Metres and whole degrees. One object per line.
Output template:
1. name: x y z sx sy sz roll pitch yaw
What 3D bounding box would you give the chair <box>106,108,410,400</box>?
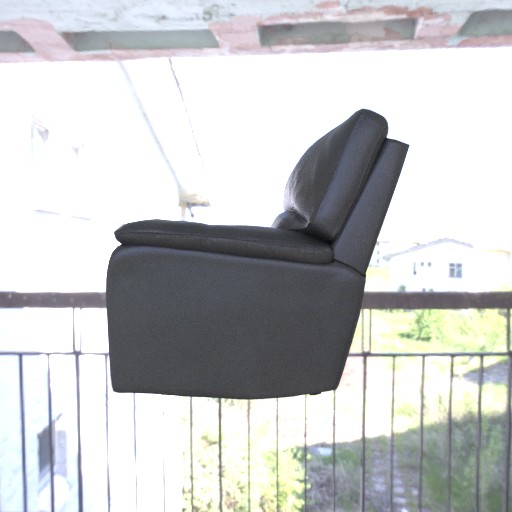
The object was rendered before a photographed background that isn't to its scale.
1. chair: 0.000 0.000 2.011 1.087 1.109 1.096 0 1 2
